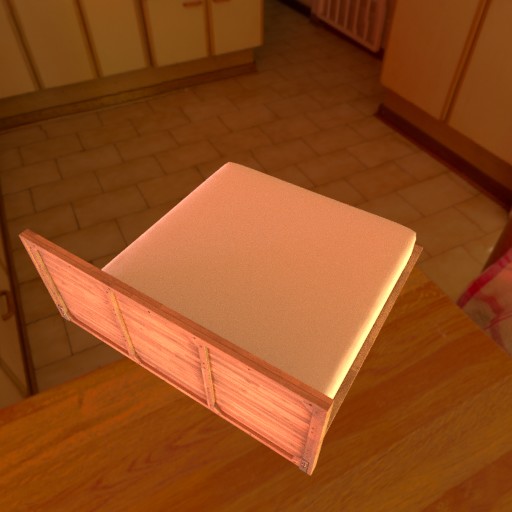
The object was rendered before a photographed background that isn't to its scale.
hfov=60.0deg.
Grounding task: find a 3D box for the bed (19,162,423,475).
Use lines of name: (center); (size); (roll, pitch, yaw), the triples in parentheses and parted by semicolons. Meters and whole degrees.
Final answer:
bed: (0.000, 0.000, 3.376); (2.116, 1.100, 2.167); (25, 51, 22)
